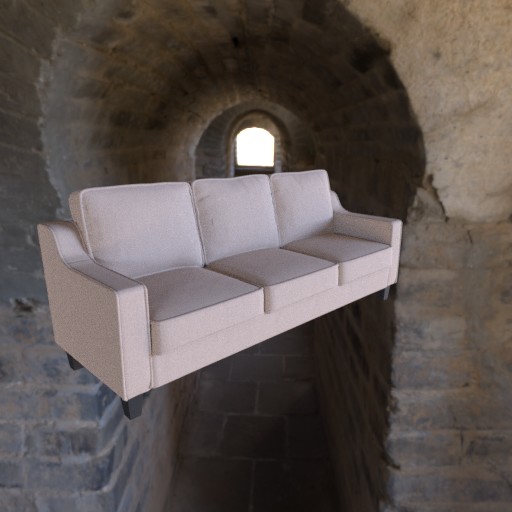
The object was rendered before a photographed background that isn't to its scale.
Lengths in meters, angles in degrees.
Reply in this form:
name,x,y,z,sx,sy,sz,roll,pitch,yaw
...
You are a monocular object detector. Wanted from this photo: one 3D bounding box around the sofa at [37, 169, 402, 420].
name,x,y,z,sx,sy,sz,roll,pitch,yaw
sofa,0.000,0.000,2.611,2.131,0.902,0.791,-14,20,-42
